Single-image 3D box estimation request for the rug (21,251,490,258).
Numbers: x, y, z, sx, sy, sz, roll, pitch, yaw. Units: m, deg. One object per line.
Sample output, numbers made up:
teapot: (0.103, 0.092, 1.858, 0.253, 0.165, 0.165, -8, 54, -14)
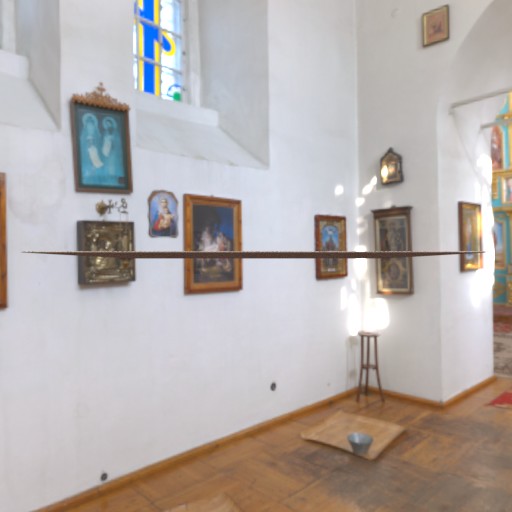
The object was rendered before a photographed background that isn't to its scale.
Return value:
rug: (0.000, 0.000, 4.099, 3.046, 0.008, 2.442, 0, -1, 0)
